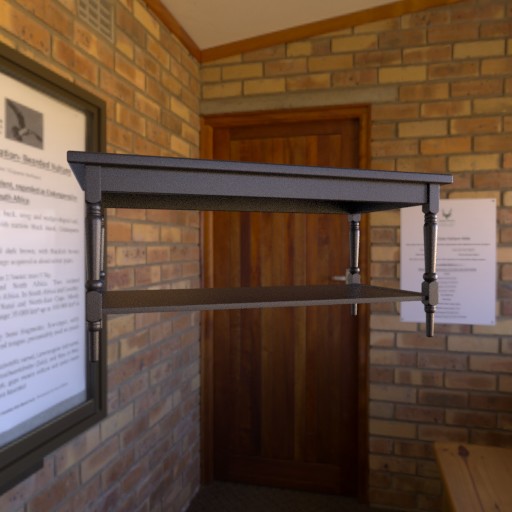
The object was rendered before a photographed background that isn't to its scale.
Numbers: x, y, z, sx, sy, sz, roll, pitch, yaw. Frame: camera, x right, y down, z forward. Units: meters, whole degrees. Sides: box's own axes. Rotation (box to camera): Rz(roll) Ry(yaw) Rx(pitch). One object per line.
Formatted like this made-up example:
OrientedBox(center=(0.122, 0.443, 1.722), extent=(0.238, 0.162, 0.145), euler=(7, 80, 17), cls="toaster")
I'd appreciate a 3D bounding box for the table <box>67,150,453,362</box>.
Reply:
OrientedBox(center=(0.000, 0.000, 1.470), extent=(1.107, 0.510, 0.550), euler=(0, 1, -18), cls="table")
